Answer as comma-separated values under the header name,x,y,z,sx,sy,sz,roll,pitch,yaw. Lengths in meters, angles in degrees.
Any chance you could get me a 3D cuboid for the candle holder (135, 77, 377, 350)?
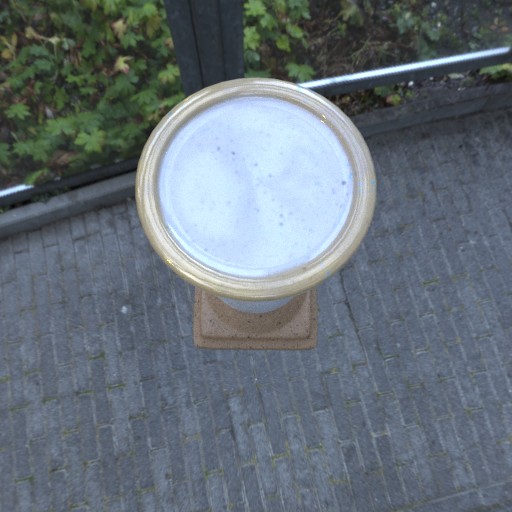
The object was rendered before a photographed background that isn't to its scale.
name,x,y,z,sx,sy,sz,roll,pitch,yaw
candle holder,0.000,0.000,0.299,0.110,0.239,0.110,1,74,0
